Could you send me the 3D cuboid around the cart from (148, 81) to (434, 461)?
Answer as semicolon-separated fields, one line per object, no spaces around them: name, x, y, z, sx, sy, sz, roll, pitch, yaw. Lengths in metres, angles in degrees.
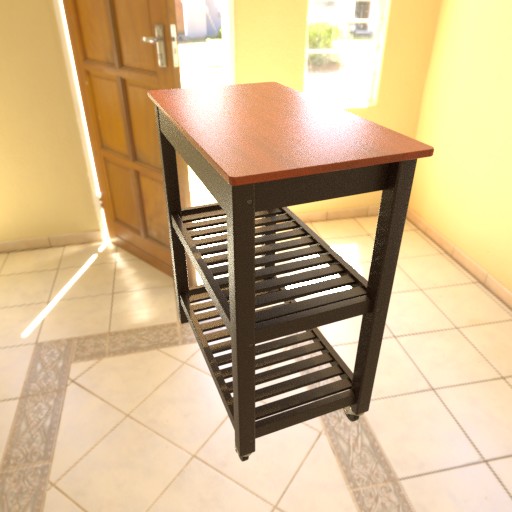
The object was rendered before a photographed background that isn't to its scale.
cart;0.000;0.000;1.451;0.457;0.927;0.899;-12;33;-19
